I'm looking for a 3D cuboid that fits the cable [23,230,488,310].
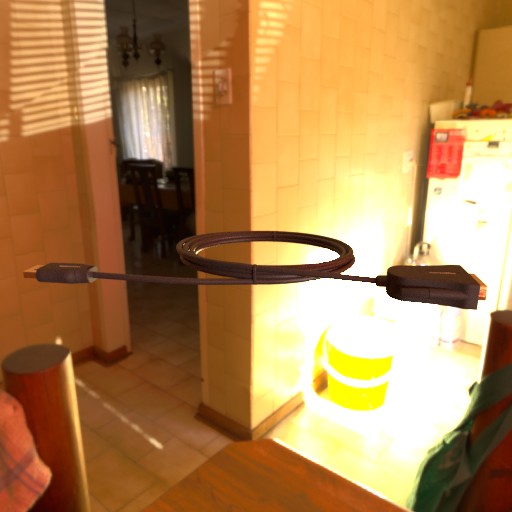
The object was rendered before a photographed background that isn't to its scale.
[{"bbox_3d":[0.000,0.000,0.327,0.281,0.015,0.136,2,16,9],"label":"cable"}]
